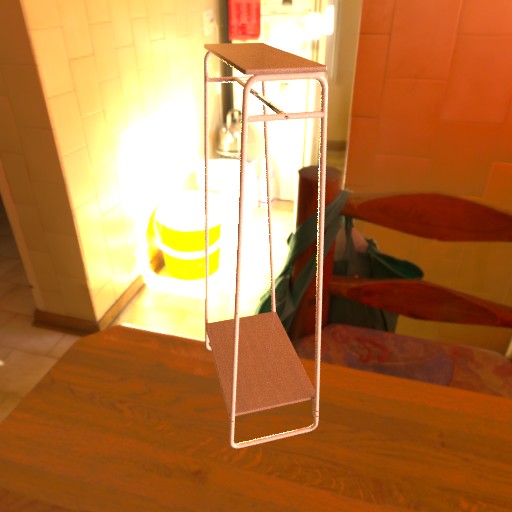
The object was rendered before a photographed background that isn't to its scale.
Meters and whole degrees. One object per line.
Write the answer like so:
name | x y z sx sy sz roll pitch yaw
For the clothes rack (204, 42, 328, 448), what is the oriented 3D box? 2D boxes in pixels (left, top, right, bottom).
clothes rack | 0.000 0.000 1.806 0.400 1.512 0.640 -8 32 -13
